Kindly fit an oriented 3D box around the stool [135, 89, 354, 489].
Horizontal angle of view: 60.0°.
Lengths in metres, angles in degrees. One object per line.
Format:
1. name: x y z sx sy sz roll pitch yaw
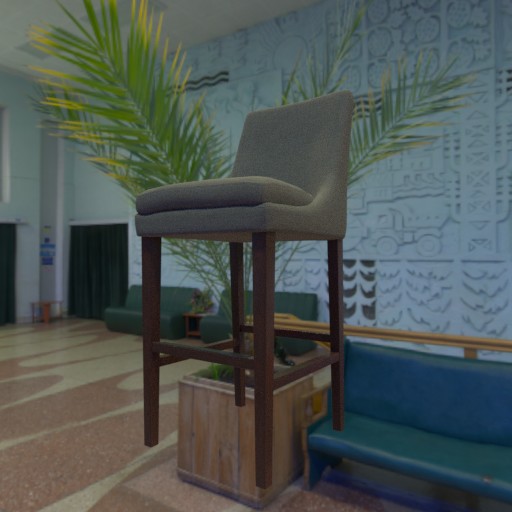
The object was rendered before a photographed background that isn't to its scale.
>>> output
1. stool: 0.000 0.000 1.349 0.470 1.078 0.577 0 0 35
